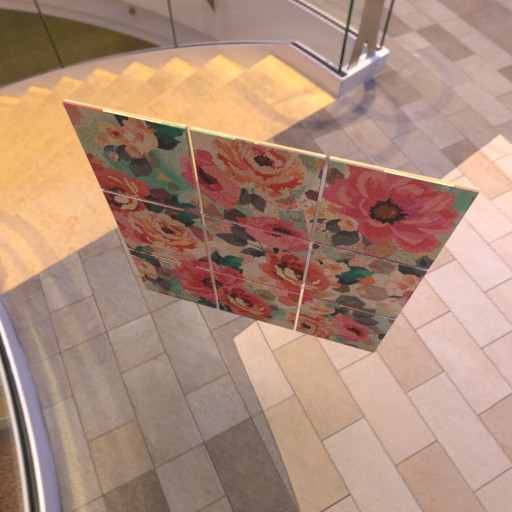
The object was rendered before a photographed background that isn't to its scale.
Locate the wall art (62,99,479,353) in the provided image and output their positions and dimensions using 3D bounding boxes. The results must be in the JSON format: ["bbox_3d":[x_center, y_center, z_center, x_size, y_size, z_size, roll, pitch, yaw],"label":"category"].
[{"bbox_3d":[0.000,0.000,1.321,0.911,0.910,0.012,14,59,9],"label":"wall art"}]
